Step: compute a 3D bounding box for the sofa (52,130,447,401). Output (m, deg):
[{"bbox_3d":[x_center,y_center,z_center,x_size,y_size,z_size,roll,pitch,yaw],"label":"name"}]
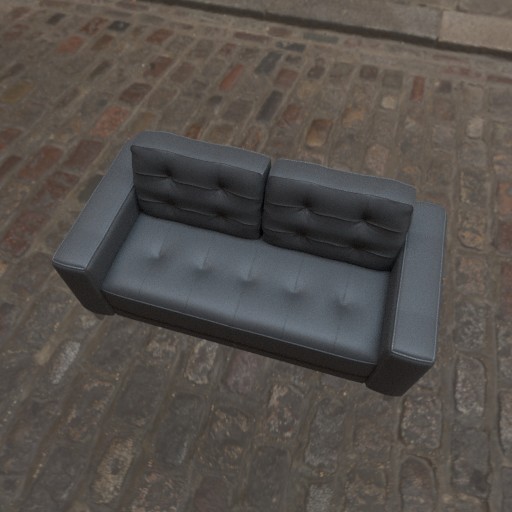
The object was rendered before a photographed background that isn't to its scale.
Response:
[{"bbox_3d":[0.000,0.000,2.214,1.726,0.893,0.833,14,59,9],"label":"sofa"}]
